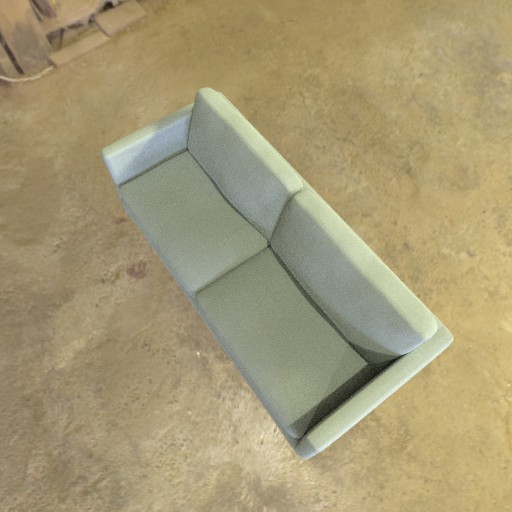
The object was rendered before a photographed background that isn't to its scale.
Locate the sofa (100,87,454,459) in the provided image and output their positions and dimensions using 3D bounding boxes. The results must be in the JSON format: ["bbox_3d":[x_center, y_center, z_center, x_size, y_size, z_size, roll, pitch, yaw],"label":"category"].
[{"bbox_3d":[0.000,0.000,2.773,0.951,0.965,2.208,-33,67,-16],"label":"sofa"}]
